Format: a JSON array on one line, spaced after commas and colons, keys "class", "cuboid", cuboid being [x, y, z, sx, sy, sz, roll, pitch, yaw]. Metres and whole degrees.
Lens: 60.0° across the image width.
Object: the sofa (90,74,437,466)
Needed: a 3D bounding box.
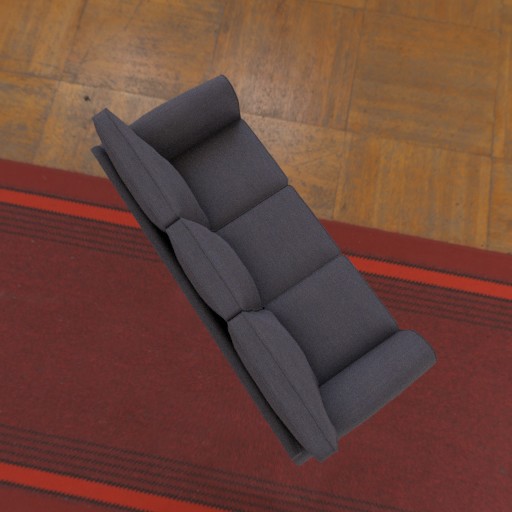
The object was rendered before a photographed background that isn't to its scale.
[{"class": "sofa", "cuboid": [0.000, 0.000, 2.585, 0.909, 0.966, 2.084, -34, 79, -8]}]
